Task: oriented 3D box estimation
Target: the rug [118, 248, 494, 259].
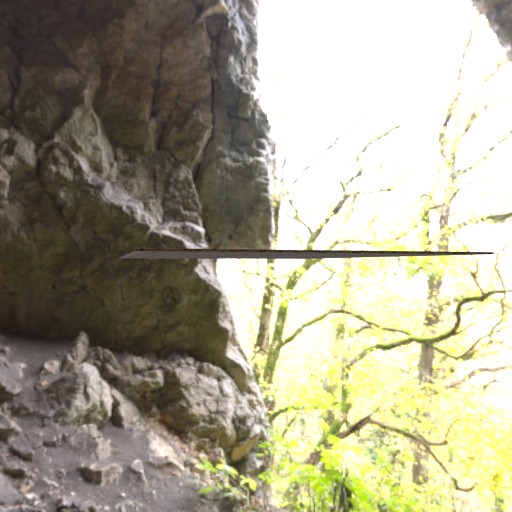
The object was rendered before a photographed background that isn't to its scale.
[{"bbox_3d":[0.000,0.000,4.231,2.446,0.020,3.215,0,-1,-19],"label":"rug"}]
